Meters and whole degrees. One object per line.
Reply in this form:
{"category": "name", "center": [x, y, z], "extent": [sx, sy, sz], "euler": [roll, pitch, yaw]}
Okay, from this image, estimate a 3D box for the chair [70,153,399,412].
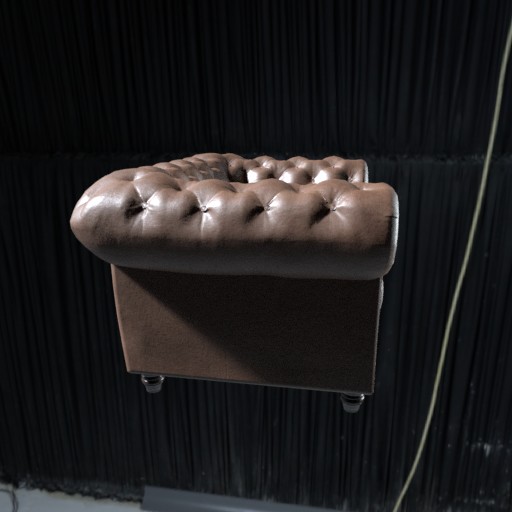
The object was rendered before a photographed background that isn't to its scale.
{"category": "chair", "center": [0.000, 0.000, 1.836], "extent": [0.954, 0.784, 1.298], "euler": [3, 16, 9]}
